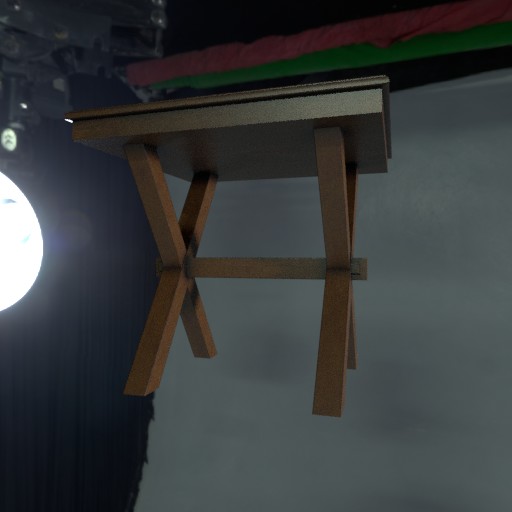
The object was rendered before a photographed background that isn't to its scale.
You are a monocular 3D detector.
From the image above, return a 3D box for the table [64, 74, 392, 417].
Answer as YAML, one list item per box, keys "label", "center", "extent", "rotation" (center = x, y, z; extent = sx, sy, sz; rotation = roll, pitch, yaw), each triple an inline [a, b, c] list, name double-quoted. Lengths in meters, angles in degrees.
- label: "table"
  center: [0.000, 0.000, 1.036]
  extent: [0.602, 0.562, 0.560]
  rotation: [0, 0, 17]
